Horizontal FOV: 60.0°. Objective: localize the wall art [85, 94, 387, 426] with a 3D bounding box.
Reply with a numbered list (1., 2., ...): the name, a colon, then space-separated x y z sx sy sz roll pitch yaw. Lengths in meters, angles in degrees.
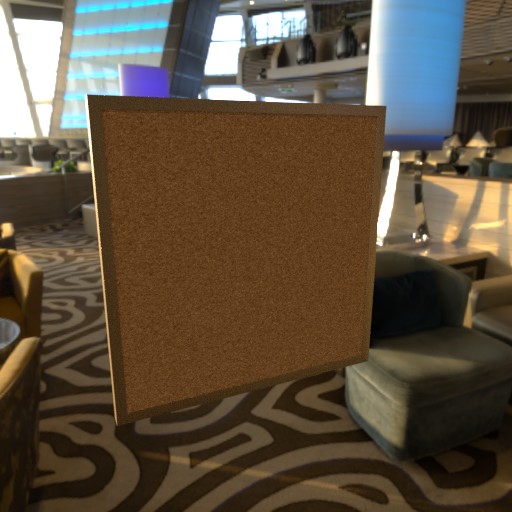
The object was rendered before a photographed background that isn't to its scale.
1. wall art: 0.000 0.000 1.159 0.767 0.765 0.036 -7 16 -24
